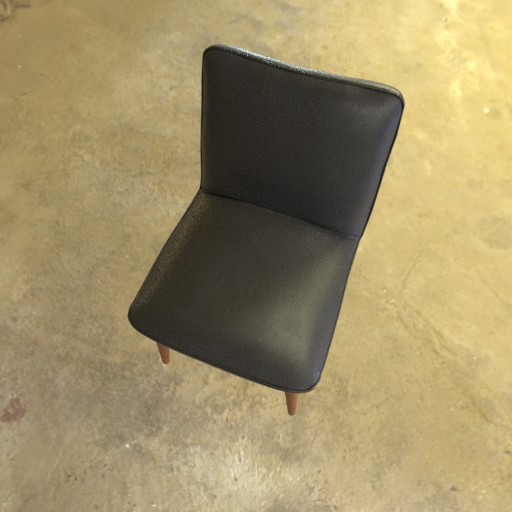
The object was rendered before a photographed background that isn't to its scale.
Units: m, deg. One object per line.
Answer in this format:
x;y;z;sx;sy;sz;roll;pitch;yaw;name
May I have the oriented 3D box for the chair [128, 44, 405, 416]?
0.000;0.000;1.205;0.543;0.801;0.645;15;60;9;chair
